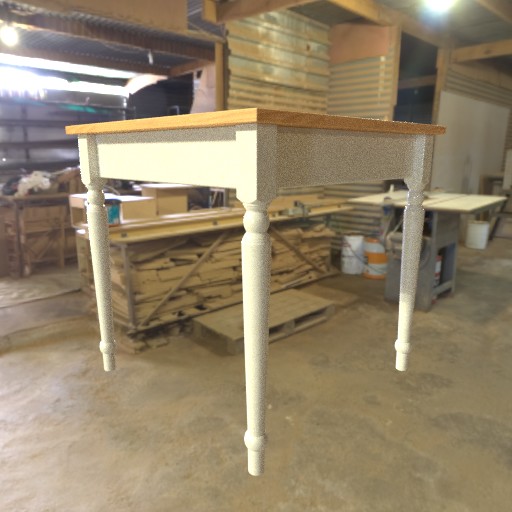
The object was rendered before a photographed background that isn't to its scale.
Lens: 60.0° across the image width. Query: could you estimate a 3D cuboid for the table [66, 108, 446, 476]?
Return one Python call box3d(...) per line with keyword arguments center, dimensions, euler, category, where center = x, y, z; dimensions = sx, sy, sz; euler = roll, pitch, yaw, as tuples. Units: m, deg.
box3d(center=(0.000, 0.000, 1.312), dimensions=(0.747, 0.738, 0.747), euler=(13, 18, 43), category="table")
